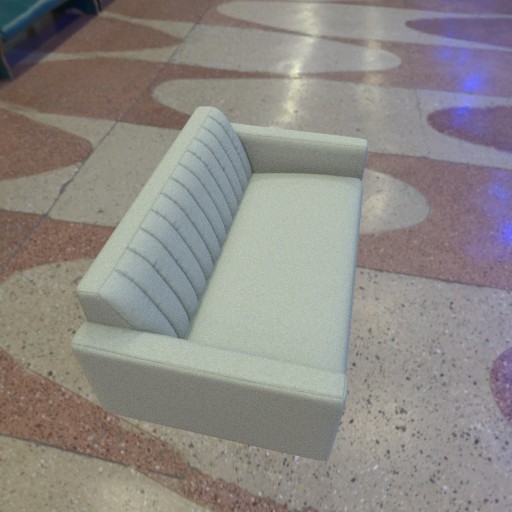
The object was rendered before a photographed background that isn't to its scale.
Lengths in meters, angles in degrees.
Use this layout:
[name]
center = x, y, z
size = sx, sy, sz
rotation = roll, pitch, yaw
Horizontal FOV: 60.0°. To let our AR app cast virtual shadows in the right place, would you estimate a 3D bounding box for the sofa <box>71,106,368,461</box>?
[sofa]
center = 0.000, 0.000, 2.129
size = 0.950, 0.801, 1.585
rotation = 9, 46, 9
